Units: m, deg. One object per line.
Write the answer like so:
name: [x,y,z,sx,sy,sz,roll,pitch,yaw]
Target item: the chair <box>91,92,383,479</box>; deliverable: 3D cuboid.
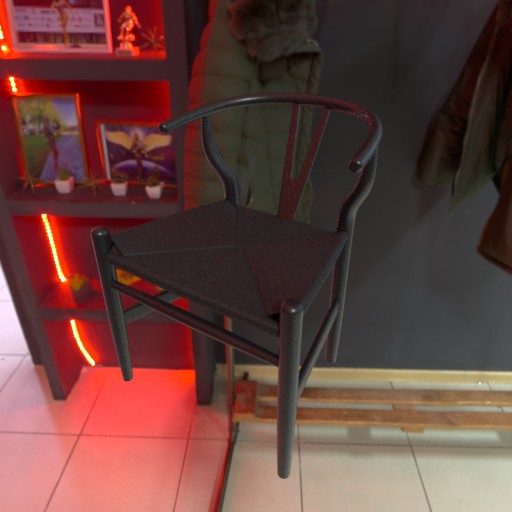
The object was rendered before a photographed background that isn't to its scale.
chair: [0.000,0.000,1.162,0.569,0.730,0.579,19,35,30]
